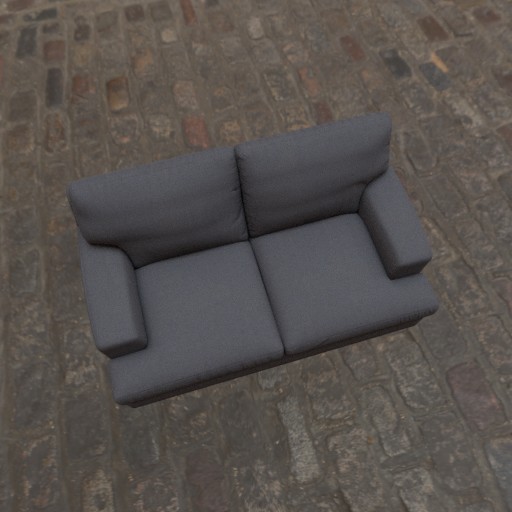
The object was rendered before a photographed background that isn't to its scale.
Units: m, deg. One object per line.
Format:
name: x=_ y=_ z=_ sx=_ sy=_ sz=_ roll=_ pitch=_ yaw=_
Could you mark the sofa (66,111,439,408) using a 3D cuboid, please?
sofa: x=0.000 y=0.000 z=2.517 sx=1.880 sy=0.940 sz=1.143 roll=-15 pitch=65 yaw=-7
